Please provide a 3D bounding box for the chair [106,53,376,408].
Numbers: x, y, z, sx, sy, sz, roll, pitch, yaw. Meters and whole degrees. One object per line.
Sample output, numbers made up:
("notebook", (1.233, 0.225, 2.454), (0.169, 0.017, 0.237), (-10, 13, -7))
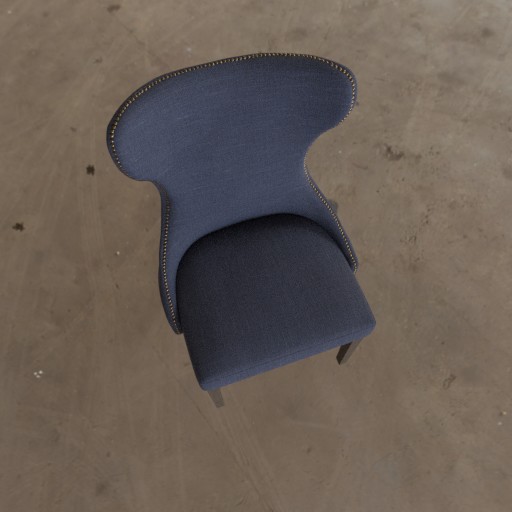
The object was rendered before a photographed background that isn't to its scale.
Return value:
("chair", (0.000, 0.000, 1.353), (0.628, 0.967, 0.635), (-17, 64, -9))
